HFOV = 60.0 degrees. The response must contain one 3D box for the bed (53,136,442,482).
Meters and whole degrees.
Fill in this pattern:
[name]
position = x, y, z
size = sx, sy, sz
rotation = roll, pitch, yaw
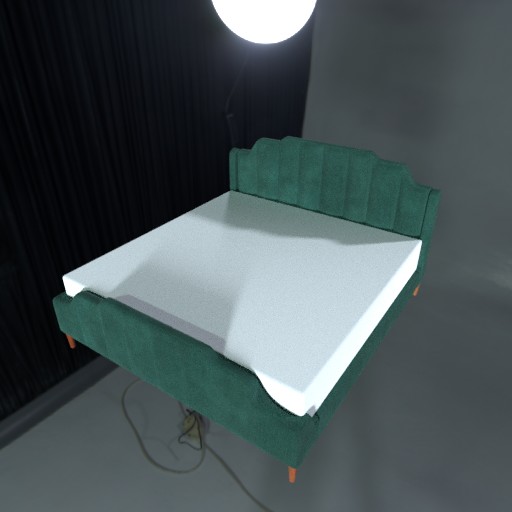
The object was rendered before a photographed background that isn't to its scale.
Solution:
[bed]
position = 0.000, 0.000, 3.455
size = 2.074, 1.245, 2.340
rotation = 19, 35, 29
